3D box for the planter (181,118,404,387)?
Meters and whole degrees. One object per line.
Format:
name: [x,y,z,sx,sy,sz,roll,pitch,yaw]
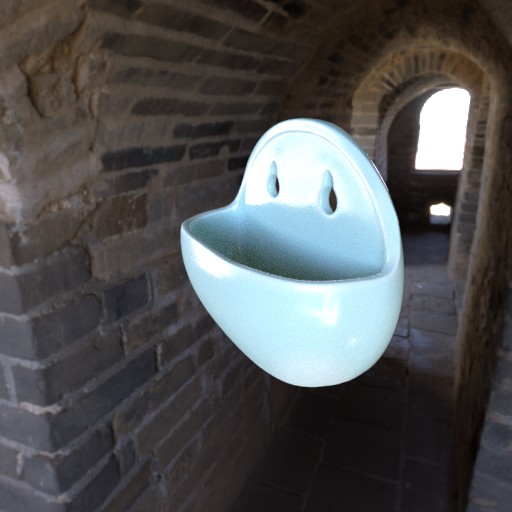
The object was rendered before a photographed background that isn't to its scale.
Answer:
planter: [0.000,0.000,0.275,0.073,0.164,0.189,-8,19,-25]
